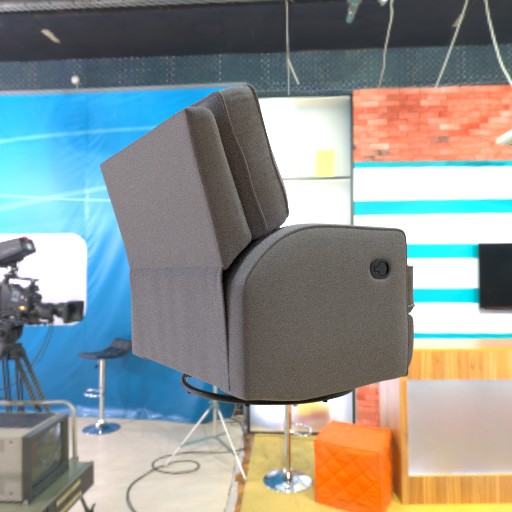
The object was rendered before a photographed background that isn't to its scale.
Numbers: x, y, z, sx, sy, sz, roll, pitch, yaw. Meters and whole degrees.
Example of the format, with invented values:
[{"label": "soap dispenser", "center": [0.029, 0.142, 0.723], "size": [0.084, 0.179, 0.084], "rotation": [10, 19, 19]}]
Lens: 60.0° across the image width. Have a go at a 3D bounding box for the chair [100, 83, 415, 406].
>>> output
[{"label": "chair", "center": [0.000, 0.000, 1.692], "size": [0.969, 0.964, 0.861], "rotation": [2, -3, -36]}]
